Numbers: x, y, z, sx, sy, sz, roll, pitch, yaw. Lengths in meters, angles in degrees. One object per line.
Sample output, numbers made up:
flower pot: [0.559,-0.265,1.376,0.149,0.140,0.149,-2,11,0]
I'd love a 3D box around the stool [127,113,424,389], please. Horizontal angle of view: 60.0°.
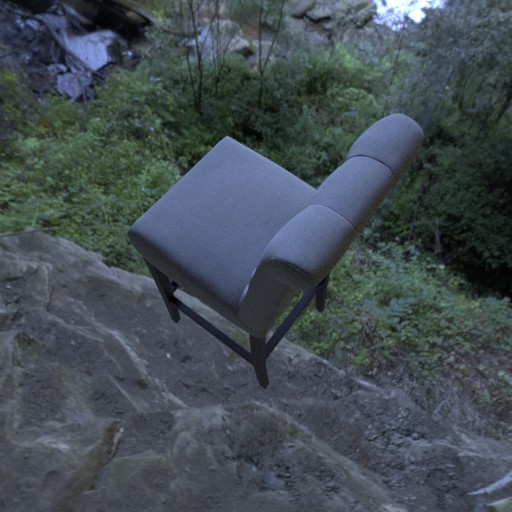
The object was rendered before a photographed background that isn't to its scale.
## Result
stool: [0.000,0.000,1.429,0.601,1.140,0.493,34,67,17]
